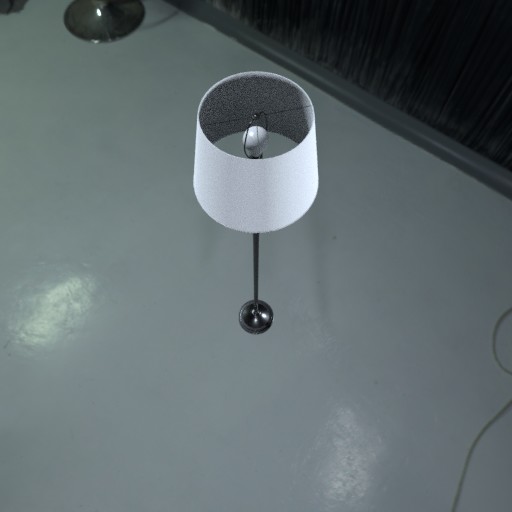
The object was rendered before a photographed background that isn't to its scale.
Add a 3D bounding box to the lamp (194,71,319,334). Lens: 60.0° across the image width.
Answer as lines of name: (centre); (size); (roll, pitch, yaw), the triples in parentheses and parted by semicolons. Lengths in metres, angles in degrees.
lamp: (0.000, 0.000, 1.830); (0.379, 1.623, 0.379); (0, 64, 0)
